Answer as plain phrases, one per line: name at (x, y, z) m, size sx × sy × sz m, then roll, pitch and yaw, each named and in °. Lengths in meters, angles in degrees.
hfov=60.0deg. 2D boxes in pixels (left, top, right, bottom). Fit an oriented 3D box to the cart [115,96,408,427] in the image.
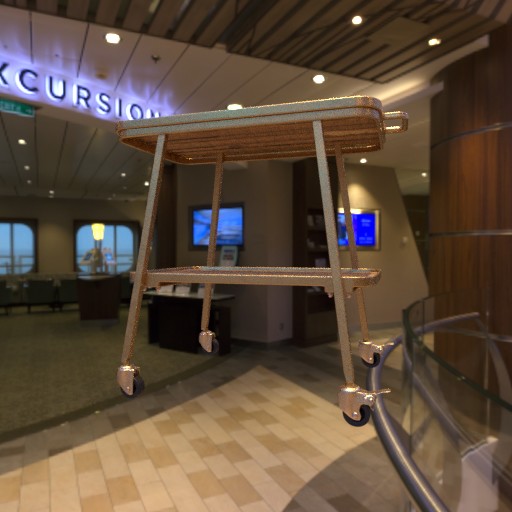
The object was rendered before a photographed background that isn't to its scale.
cart at (0.000, 0.000, 1.248) m, size 0.806 × 0.700 × 0.524 m, roll 0°, pitch 1°, yaw 18°
